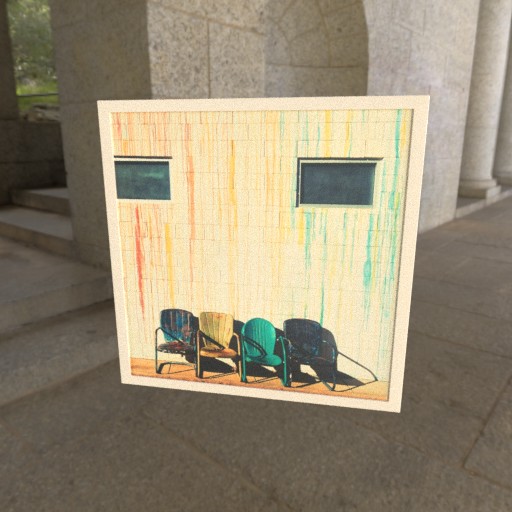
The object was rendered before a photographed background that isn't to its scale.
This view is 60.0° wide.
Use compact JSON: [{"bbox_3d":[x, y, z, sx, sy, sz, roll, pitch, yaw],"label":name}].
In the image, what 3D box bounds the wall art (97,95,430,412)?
[{"bbox_3d":[0.000,0.000,0.456,0.305,0.305,0.038,3,15,10],"label":"wall art"}]
